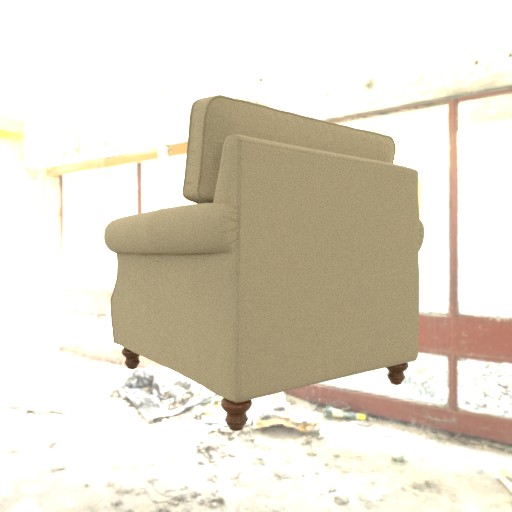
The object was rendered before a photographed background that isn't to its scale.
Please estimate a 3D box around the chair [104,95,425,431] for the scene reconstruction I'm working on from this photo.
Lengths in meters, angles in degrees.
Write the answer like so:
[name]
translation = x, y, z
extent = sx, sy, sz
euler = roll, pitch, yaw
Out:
[chair]
translation = 0.000, 0.000, 1.783
extent = 1.029, 0.967, 0.966
euler = 0, 1, -36
